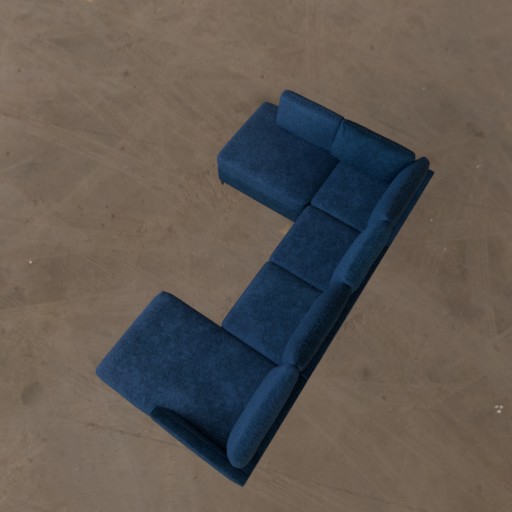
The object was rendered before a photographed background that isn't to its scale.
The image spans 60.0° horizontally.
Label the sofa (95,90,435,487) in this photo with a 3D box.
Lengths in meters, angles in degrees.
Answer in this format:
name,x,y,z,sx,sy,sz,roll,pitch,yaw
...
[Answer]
name,x,y,z,sx,sy,sz,roll,pitch,yaw
sofa,0.000,0.000,4.289,2.055,0.992,3.434,31,68,14
